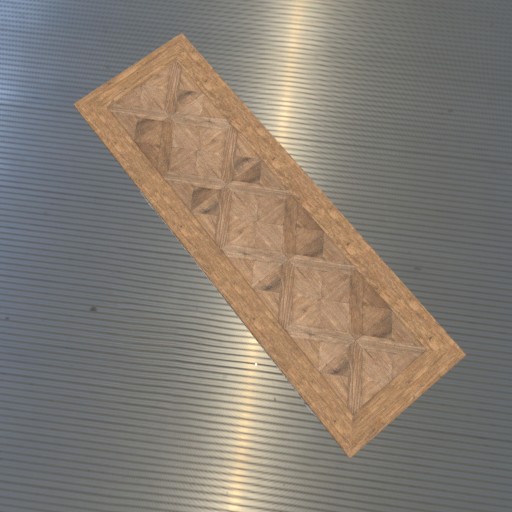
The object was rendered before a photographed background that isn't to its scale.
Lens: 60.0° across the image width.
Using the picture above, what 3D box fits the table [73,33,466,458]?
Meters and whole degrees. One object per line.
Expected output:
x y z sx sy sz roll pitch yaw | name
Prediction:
0.000 0.000 1.834 0.450 0.930 1.400 -38 79 -8 | table
